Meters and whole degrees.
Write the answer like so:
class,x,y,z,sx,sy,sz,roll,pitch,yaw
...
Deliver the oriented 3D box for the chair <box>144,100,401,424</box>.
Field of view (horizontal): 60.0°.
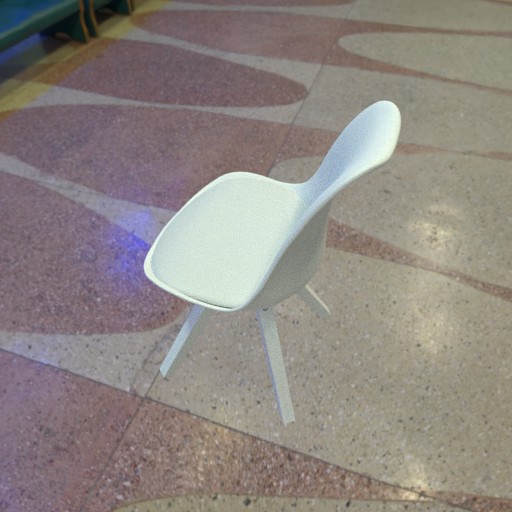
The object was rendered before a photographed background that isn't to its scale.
class,x,y,z,sx,sy,sz,roll,pitch,yaw
chair,0.000,0.000,1.172,0.550,0.850,0.485,16,49,15
